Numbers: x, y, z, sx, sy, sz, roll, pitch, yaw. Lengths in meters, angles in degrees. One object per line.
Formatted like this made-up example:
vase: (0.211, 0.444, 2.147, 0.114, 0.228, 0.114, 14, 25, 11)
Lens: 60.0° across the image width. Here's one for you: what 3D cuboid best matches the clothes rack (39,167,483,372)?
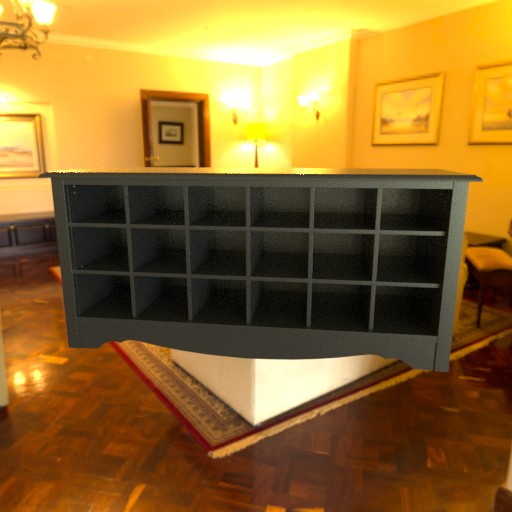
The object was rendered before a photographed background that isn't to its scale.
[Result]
clothes rack: (0.000, 0.000, 1.463, 1.219, 0.556, 0.406, 2, 14, 8)
